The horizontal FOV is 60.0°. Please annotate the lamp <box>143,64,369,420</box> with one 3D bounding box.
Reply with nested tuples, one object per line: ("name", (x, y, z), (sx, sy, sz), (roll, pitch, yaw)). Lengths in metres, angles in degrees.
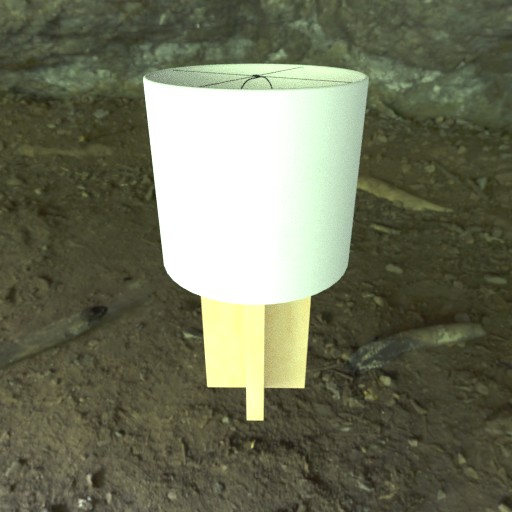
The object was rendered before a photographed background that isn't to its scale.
("lamp", (0.000, 0.000, 0.560), (0.229, 0.428, 0.229), (0, 28, 1))
